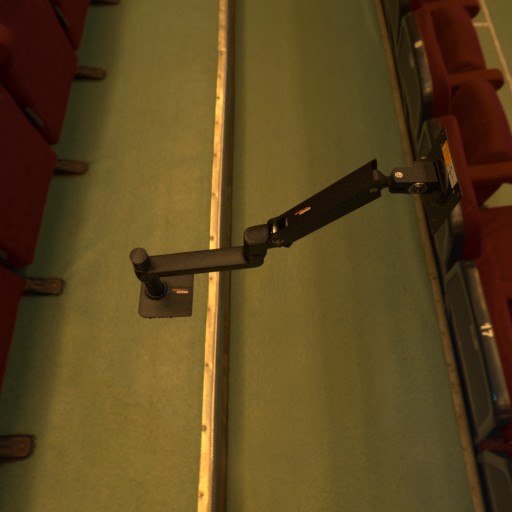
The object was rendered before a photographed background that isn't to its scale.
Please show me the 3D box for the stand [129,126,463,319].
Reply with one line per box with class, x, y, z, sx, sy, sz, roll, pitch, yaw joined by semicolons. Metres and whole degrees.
stand;0.000;0.000;1.048;0.650;0.713;0.152;-1;64;0
